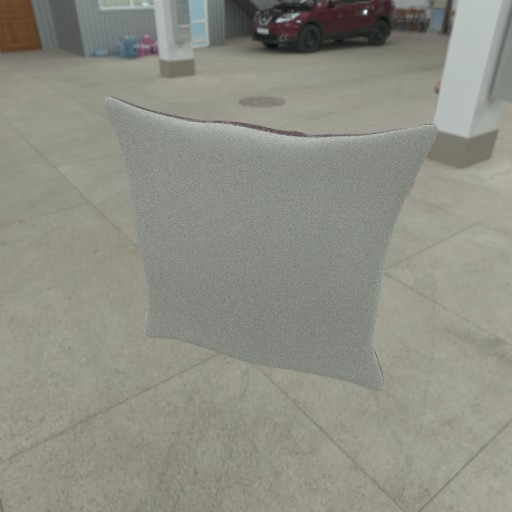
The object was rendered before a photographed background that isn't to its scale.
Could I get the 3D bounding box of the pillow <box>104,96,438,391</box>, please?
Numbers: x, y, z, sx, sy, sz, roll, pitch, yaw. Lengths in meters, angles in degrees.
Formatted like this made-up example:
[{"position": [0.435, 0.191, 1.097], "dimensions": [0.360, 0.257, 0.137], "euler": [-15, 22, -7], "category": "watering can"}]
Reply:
[{"position": [0.000, 0.000, 0.789], "dimensions": [0.514, 0.513, 0.163], "euler": [10, 33, 15], "category": "pillow"}]
